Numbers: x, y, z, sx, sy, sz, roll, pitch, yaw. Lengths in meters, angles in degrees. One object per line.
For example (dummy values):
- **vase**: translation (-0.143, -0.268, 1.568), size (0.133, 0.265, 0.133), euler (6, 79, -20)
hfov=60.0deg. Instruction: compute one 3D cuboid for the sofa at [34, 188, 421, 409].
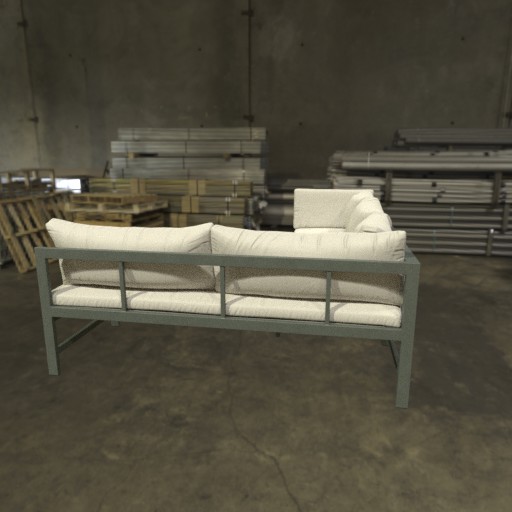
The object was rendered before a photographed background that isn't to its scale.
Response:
- **sofa**: translation (0.000, 0.000, 2.909), size (1.658, 0.758, 2.096), euler (2, 14, 10)
